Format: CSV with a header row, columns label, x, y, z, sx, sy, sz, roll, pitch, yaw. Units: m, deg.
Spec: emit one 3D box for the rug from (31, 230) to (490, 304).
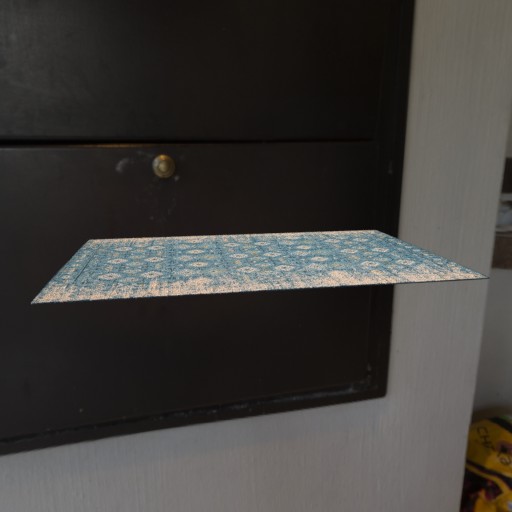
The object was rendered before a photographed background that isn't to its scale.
label,x,y,z,sx,sy,sz,roll,pitch,yaw
rug,0.000,0.000,2.211,1.795,0.008,1.102,-2,14,-10
